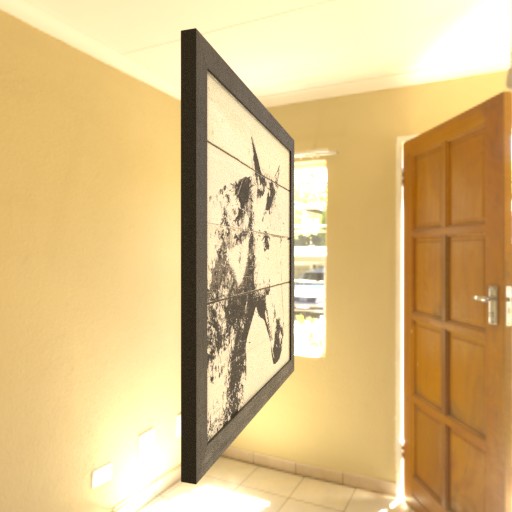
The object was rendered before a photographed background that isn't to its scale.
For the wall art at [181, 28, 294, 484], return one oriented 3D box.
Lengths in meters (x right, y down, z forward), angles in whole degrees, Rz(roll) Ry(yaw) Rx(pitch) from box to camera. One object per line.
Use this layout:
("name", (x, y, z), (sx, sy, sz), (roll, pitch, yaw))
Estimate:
("wall art", (0.000, 0.000, 1.476), (0.038, 1.016, 1.016), (0, 0, 17))
